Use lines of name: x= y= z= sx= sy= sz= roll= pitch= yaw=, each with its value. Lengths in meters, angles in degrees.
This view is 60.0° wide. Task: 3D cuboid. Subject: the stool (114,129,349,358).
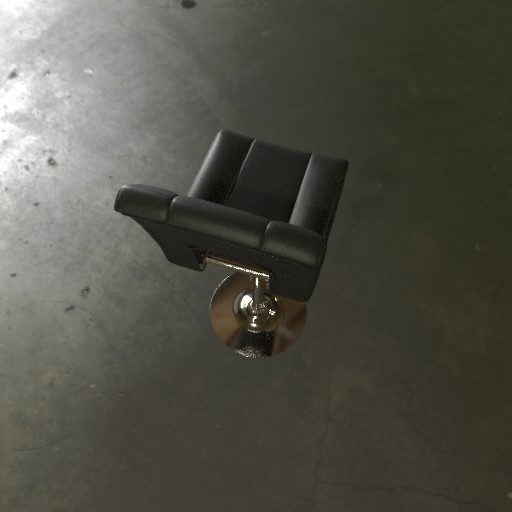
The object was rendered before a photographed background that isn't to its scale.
stool: x=0.000 y=0.000 z=1.375 sx=0.415 sy=1.151 sz=0.520 roll=16 pitch=64 yaw=8
